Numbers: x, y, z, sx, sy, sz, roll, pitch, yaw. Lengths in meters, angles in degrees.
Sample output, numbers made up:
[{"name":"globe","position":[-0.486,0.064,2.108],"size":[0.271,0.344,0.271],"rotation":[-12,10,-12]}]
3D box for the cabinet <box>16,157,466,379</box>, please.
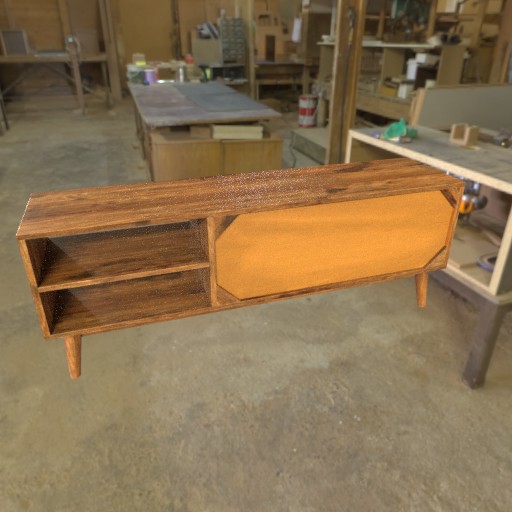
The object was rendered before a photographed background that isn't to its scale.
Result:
[{"name":"cabinet","position":[0.000,0.000,1.640],"size":[1.448,0.528,0.349],"rotation":[-9,29,-16]}]
